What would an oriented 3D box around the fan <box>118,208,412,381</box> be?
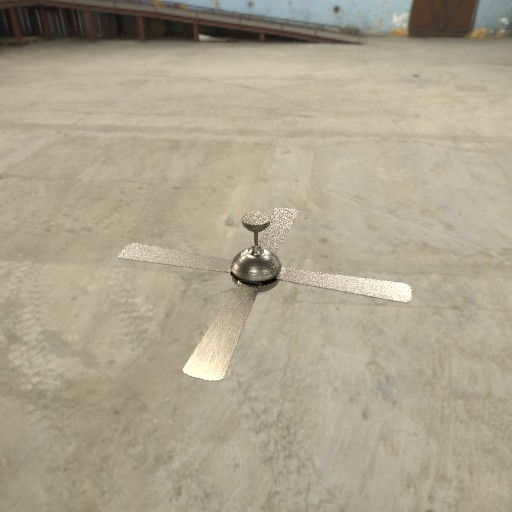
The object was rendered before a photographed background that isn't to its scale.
[{"bbox_3d":[0.000,0.000,2.016,1.321,0.381,1.321,21,37,30],"label":"fan"}]
